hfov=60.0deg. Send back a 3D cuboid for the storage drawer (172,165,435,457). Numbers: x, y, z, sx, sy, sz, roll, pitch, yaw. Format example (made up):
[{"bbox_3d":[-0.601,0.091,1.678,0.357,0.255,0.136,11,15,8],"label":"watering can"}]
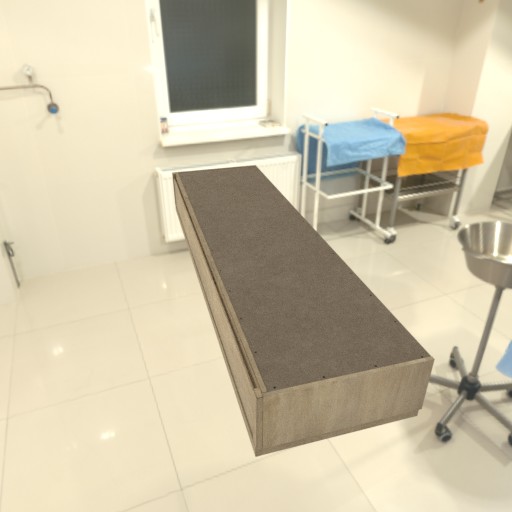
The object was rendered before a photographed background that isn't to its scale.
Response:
[{"bbox_3d":[0.000,0.000,2.276,0.591,0.274,2.072,-8,30,-14],"label":"storage drawer"}]
